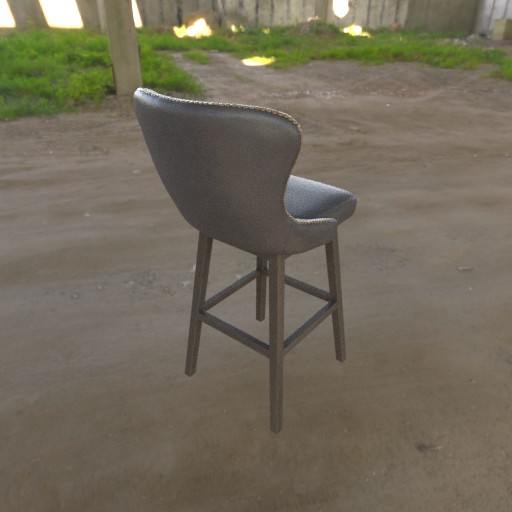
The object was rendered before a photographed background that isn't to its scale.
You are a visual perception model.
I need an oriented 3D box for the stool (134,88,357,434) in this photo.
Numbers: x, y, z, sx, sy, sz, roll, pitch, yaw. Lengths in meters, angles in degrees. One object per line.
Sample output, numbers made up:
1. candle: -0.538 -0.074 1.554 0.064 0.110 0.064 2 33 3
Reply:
1. stool: 0.000 0.000 1.427 0.528 1.050 0.601 22 36 33
